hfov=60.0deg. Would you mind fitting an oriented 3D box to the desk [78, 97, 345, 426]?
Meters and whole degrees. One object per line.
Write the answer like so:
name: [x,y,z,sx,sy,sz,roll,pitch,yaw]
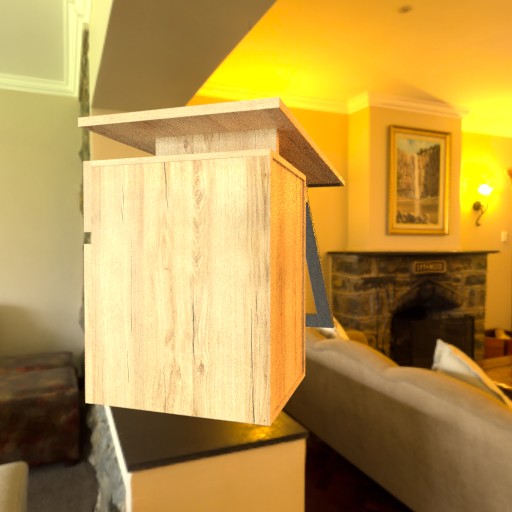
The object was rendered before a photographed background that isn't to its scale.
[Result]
desk: [0.000,0.000,1.769,0.550,0.760,1.400,0,1,17]
